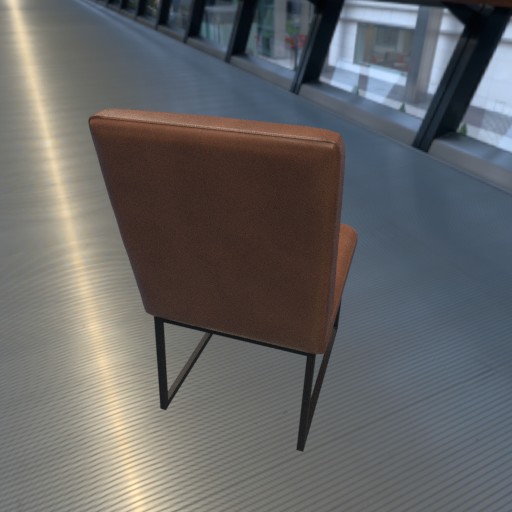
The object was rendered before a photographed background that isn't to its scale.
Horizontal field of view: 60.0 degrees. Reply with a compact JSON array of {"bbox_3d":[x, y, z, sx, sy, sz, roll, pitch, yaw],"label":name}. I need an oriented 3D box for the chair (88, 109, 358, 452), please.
[{"bbox_3d":[0.000,0.000,1.291,0.520,0.930,0.634,10,34,16],"label":"chair"}]
